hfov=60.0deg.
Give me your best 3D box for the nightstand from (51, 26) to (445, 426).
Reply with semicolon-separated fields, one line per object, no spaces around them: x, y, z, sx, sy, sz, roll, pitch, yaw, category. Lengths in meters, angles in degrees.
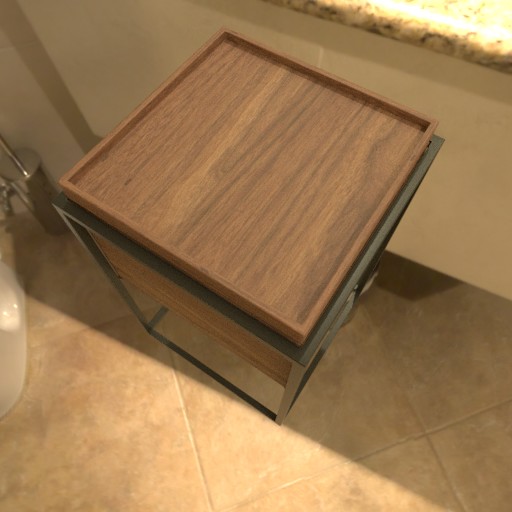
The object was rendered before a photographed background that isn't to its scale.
0.000;0.000;0.853;0.397;0.607;0.397;31;67;15;nightstand
